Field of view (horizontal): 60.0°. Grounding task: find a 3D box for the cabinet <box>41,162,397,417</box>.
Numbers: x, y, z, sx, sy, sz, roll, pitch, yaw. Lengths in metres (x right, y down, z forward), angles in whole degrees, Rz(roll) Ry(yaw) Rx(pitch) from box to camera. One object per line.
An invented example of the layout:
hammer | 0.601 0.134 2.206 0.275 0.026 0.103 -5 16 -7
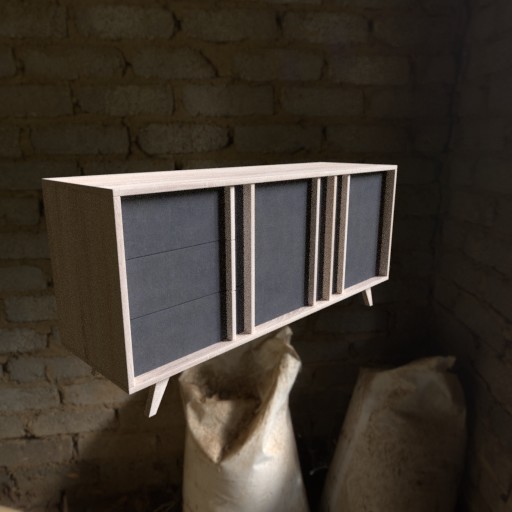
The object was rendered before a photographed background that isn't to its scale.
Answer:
cabinet | 0.000 0.000 2.058 0.500 0.780 1.650 14 20 42
